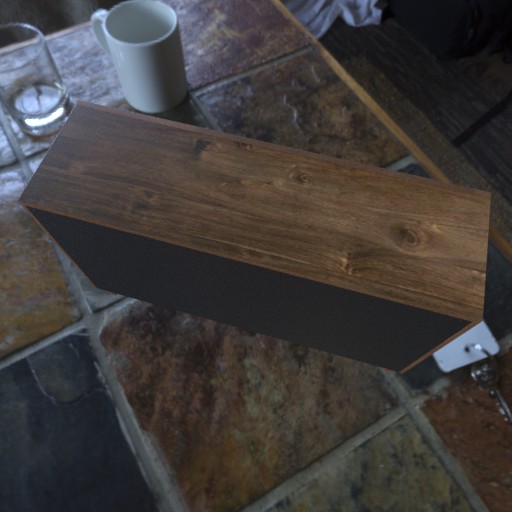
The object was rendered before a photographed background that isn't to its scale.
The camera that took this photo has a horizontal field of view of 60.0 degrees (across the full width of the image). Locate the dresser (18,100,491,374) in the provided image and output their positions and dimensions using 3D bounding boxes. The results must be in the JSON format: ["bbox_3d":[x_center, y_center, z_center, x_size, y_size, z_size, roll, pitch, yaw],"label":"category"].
[{"bbox_3d":[0.000,0.000,1.764,1.400,0.873,0.446,14,65,7],"label":"dresser"}]
